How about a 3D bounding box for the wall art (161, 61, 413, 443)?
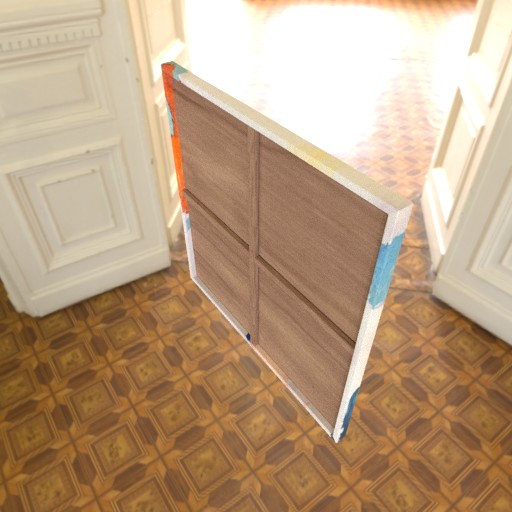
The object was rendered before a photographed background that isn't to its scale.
[{"bbox_3d":[0.000,0.000,1.225,0.037,0.814,0.814,-26,49,-26],"label":"wall art"}]
